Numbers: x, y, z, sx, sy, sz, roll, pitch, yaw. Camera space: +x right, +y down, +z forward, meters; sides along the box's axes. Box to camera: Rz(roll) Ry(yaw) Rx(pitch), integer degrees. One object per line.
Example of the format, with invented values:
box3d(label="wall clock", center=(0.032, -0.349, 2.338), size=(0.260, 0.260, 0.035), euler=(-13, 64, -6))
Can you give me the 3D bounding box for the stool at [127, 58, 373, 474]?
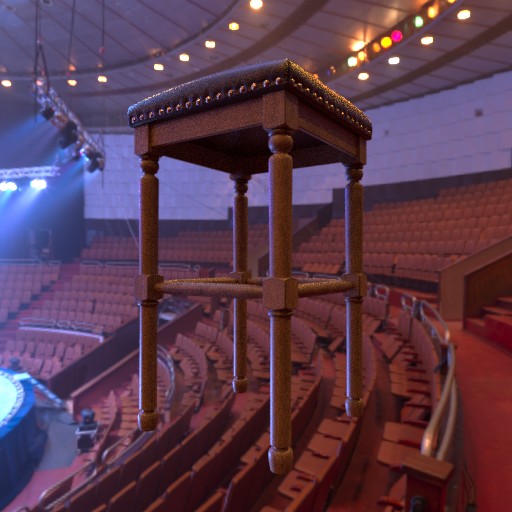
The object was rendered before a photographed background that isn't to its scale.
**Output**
box3d(label="stool", center=(0.000, 0.000, 0.945), size=(0.383, 0.702, 0.382), euler=(-1, -1, 35))
